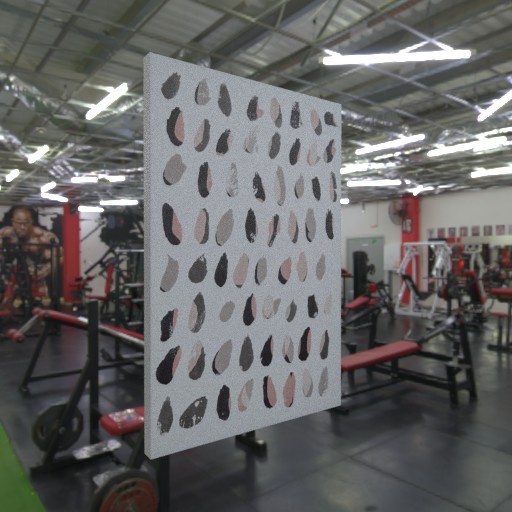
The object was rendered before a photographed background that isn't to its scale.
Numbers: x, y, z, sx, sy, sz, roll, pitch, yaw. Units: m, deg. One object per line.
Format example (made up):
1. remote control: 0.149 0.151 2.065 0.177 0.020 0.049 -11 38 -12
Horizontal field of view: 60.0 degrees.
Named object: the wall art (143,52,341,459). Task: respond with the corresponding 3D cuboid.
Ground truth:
1. wall art: 0.000 0.000 1.186 0.610 0.916 0.037 0 1 -35
